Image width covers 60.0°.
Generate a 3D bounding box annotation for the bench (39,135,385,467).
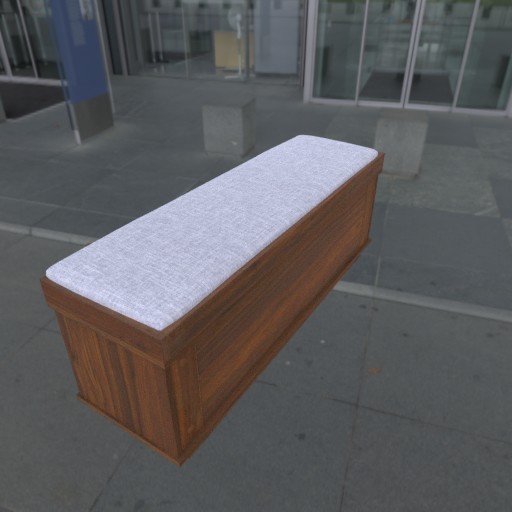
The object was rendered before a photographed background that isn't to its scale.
[{"bbox_3d":[0.000,0.000,1.404,0.367,0.468,1.196,19,37,27],"label":"bench"}]
